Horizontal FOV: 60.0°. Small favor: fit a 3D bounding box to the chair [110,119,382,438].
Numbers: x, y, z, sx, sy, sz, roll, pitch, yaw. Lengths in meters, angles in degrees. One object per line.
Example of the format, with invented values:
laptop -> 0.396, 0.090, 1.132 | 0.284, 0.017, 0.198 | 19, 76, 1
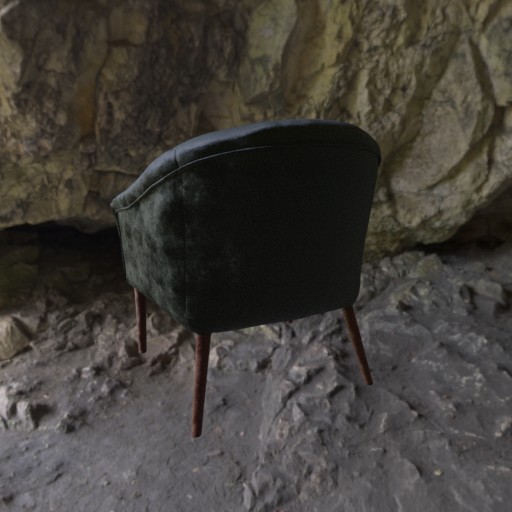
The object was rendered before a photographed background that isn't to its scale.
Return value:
chair -> 0.000, 0.000, 1.541 | 0.851, 0.885, 0.776 | -7, 16, -25
